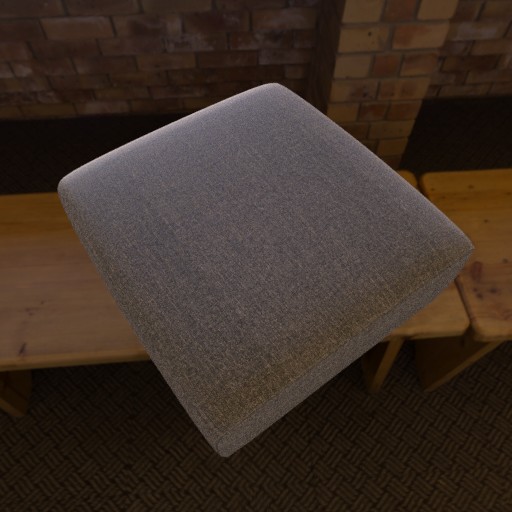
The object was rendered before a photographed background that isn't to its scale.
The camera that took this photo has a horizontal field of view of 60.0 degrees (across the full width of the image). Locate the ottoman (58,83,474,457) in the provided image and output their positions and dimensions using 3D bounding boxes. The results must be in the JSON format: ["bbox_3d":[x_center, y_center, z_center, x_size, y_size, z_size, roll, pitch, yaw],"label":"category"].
[{"bbox_3d":[0.000,0.000,1.046,0.648,0.399,0.655,-31,62,-19],"label":"ottoman"}]
